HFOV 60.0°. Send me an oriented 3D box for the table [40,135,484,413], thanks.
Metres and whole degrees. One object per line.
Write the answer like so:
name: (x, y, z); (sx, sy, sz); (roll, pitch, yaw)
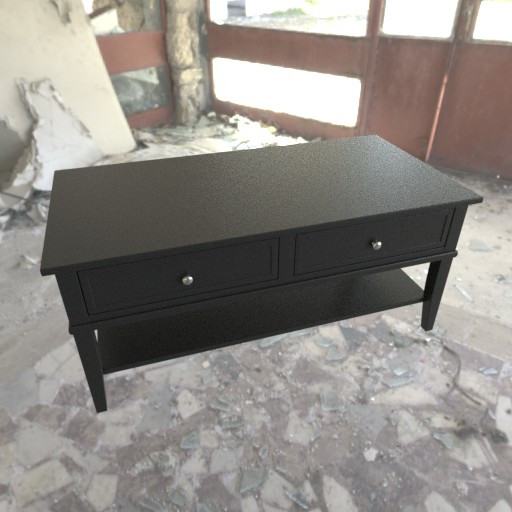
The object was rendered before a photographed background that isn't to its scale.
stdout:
table: (0.000, 0.000, 1.323); (1.044, 0.470, 0.523); (-10, 34, -15)
